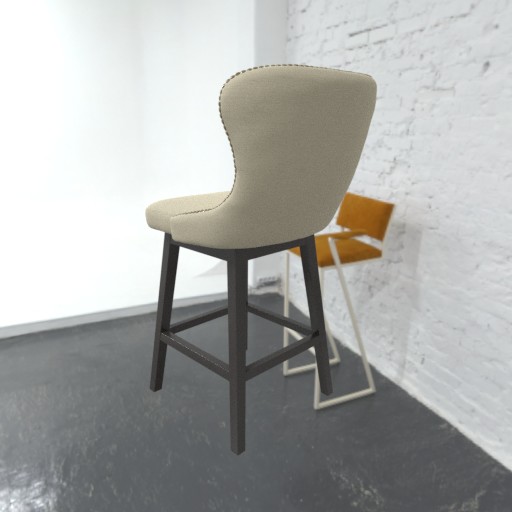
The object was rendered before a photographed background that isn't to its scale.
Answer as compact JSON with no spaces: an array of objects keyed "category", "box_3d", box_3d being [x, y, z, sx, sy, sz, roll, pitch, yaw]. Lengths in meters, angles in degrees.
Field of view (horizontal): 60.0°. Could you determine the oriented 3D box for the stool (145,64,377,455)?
[{"category":"stool","box_3d":[0.000,0.000,1.303,0.528,0.971,0.593,-15,22,-42]}]
